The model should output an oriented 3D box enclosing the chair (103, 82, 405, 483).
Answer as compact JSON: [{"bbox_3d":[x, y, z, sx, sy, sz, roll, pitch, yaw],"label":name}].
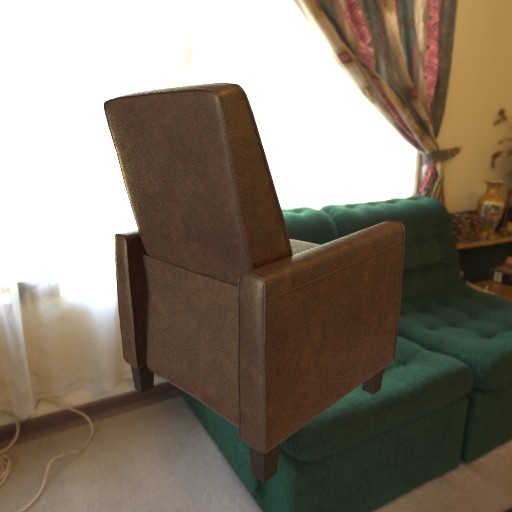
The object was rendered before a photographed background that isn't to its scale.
[{"bbox_3d":[0.000,0.000,1.475,0.705,1.013,0.746,15,21,43],"label":"chair"}]
